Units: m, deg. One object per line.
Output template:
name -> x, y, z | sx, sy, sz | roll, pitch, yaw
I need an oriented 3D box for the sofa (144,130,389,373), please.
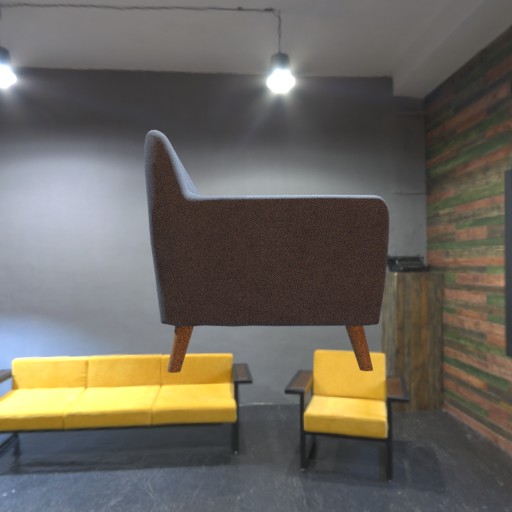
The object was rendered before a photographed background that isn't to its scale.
sofa -> 0.000, 0.000, 2.388 | 0.830, 0.830, 1.970 | 0, -1, -2
